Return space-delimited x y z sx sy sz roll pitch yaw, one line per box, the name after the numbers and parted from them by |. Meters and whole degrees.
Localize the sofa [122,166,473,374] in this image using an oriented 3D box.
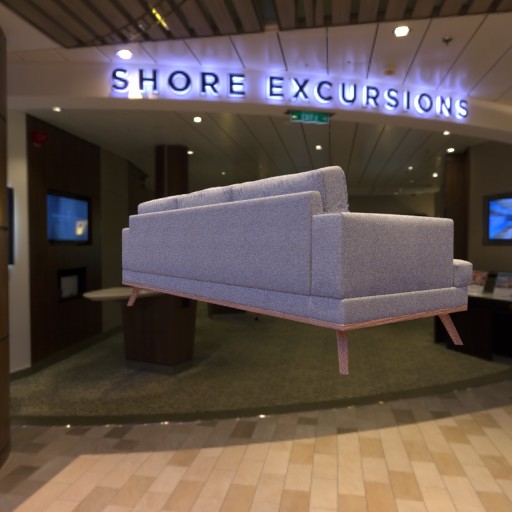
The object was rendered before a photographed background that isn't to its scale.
0.000 0.000 2.785 0.920 0.810 2.310 -1 2 -36 | sofa
